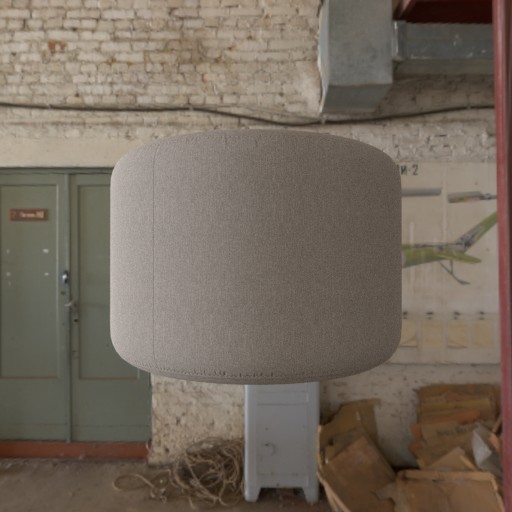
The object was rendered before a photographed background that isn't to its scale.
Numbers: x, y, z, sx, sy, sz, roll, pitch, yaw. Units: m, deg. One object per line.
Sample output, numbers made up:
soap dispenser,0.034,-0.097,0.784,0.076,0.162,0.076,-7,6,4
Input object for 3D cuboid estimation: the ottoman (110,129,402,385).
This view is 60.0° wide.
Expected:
ottoman,0.000,0.000,0.973,0.608,0.433,0.608,0,0,0
